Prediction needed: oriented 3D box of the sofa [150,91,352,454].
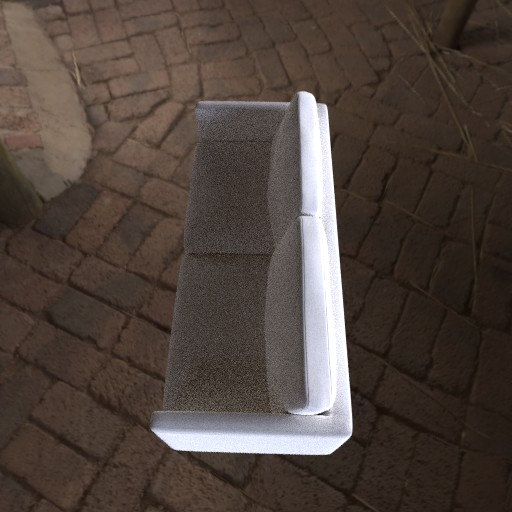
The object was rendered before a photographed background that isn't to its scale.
[{"bbox_3d":[0.000,0.000,2.692,0.924,0.933,2.139,1,59,1],"label":"sofa"}]
